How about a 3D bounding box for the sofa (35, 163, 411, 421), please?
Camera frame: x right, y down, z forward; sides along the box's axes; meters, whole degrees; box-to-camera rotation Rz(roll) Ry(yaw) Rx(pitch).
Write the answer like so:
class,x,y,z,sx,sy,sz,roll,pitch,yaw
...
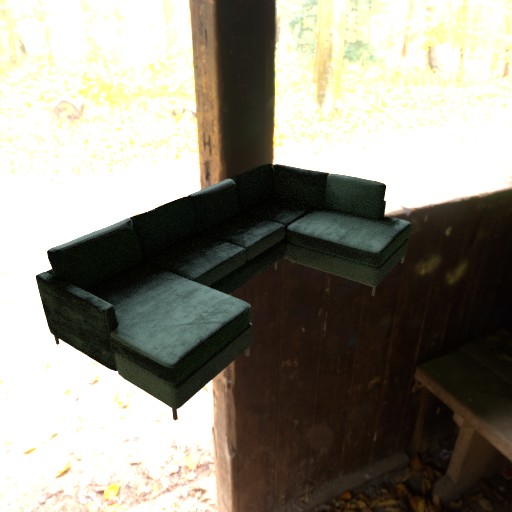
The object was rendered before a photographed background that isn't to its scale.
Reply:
class,x,y,z,sx,sy,sz,roll,pitch,yaw
sofa,0.000,0.000,4.442,2.055,0.992,3.434,18,32,31
